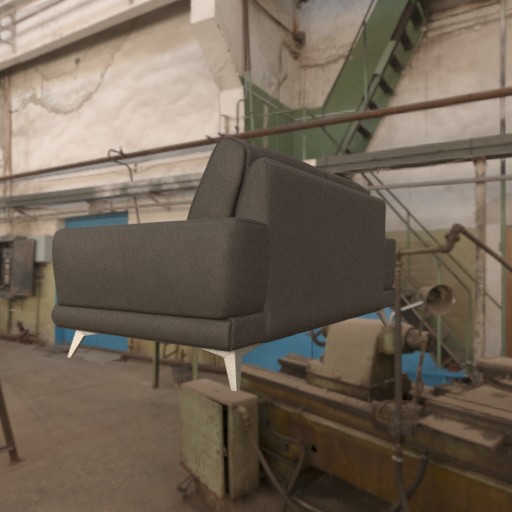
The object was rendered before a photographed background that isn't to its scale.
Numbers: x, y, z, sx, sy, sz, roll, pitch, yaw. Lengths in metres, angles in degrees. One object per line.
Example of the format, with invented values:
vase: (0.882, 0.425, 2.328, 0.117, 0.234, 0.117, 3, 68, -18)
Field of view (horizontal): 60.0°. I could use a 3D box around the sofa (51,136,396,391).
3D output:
sofa: (0.000, 0.000, 2.391, 1.018, 0.907, 1.806, 0, -1, 34)
